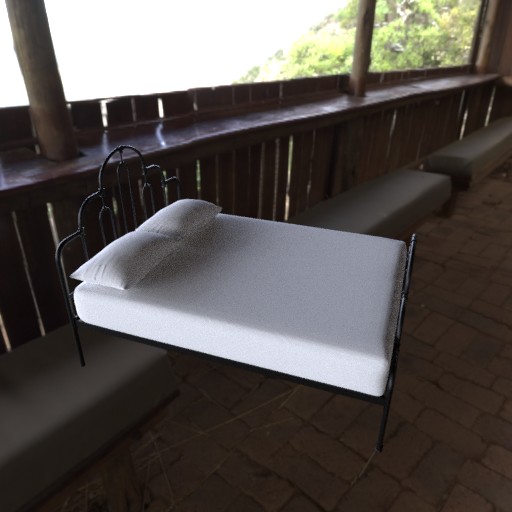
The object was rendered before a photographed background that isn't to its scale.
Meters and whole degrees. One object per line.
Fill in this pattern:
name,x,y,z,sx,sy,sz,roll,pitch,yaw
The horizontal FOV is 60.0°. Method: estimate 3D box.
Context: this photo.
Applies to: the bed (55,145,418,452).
bed,0.000,0.000,3.279,2.181,1.444,1.626,10,29,18
